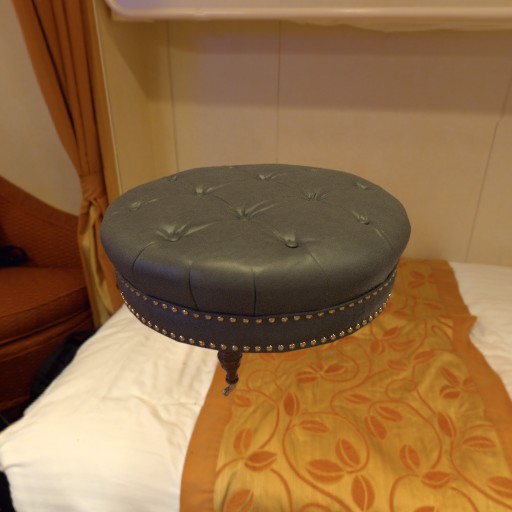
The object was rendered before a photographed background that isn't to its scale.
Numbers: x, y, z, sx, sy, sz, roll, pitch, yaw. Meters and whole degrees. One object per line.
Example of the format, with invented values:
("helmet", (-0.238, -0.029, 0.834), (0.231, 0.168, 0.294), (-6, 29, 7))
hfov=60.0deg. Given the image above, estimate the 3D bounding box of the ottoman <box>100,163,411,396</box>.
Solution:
("ottoman", (0.000, 0.000, 1.404), (0.901, 0.439, 0.901), (0, 27, 0))
